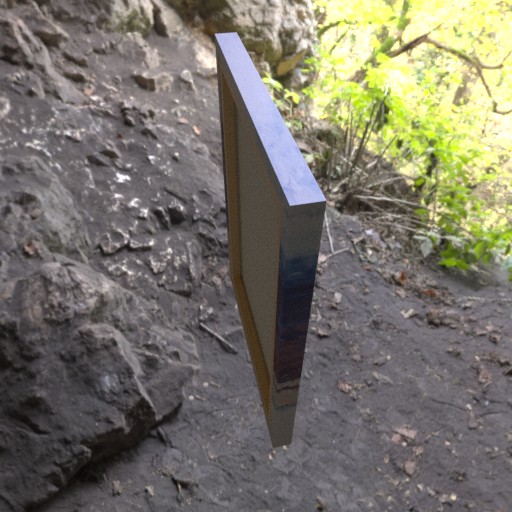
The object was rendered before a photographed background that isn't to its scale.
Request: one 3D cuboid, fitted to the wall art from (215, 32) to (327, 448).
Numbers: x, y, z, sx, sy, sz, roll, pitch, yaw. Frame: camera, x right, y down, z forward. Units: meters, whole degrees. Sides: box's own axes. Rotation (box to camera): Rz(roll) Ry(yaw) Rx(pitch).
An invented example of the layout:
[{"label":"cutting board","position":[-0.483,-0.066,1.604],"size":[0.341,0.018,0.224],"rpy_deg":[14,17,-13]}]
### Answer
[{"label":"wall art","position":[0.000,0.000,0.766],"size":[0.036,0.581,0.437],"rpy_deg":[-9,47,-9]}]
